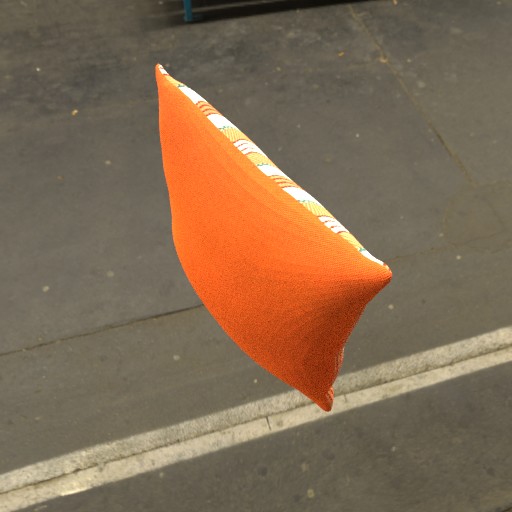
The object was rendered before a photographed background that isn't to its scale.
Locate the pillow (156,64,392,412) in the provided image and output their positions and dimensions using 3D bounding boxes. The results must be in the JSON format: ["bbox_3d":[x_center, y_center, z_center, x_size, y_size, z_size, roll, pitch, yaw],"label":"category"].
[{"bbox_3d":[0.000,0.000,0.683,0.182,0.441,0.440,-33,62,-20],"label":"pillow"}]
